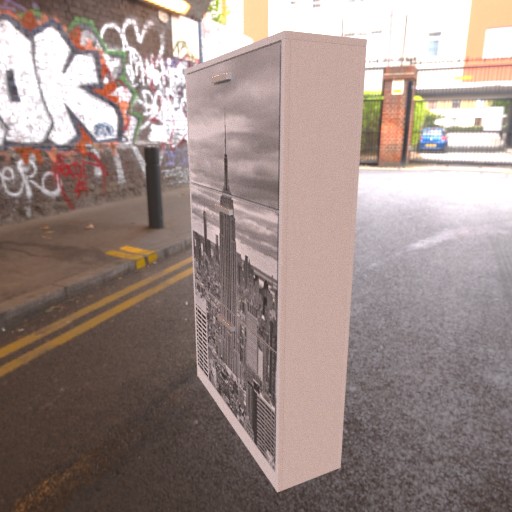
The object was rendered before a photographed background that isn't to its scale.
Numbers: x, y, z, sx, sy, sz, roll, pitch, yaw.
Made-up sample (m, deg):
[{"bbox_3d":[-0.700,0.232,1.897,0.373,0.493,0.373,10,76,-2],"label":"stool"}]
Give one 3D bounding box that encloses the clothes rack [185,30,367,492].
[{"bbox_3d":[0.000,0.000,1.547,0.250,1.280,0.750,-8,18,-25],"label":"clothes rack"}]
